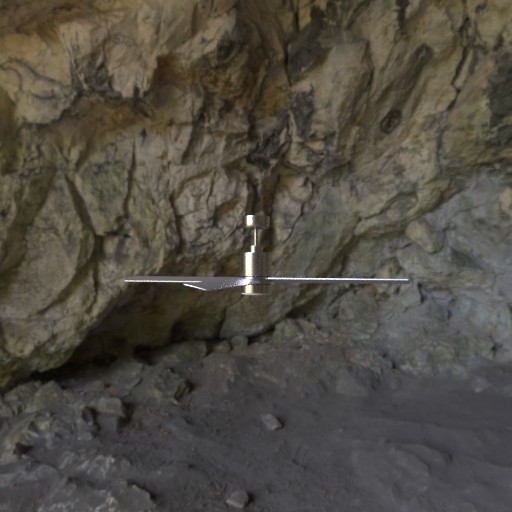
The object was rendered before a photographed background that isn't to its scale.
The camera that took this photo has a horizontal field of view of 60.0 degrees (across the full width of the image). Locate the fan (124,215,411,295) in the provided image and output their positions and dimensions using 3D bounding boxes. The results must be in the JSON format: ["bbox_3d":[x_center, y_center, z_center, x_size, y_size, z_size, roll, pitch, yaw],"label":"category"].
[{"bbox_3d":[0.000,0.000,2.007,1.322,0.355,1.322,0,-1,17],"label":"fan"}]
